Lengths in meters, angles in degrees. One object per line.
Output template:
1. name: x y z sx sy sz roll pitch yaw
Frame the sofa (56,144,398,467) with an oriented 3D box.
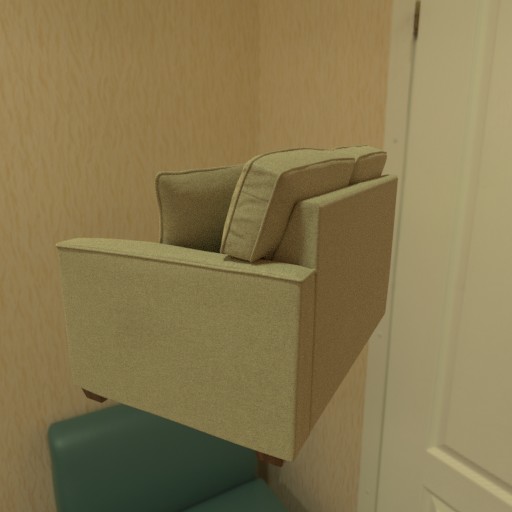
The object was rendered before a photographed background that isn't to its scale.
1. sofa: 0.000 0.000 2.036 0.991 0.989 1.388 7 16 26
